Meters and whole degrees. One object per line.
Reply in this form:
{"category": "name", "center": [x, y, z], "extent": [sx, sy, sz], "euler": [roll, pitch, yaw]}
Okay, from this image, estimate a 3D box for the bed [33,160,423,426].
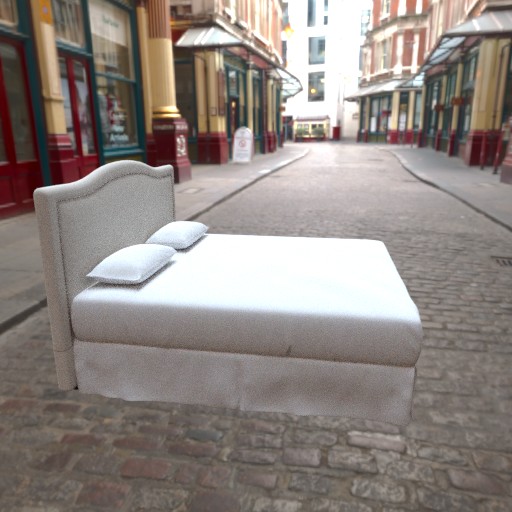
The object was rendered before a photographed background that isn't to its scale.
{"category": "bed", "center": [0.000, 0.000, 3.415], "extent": [2.182, 1.421, 2.083], "euler": [2, 15, 9]}
